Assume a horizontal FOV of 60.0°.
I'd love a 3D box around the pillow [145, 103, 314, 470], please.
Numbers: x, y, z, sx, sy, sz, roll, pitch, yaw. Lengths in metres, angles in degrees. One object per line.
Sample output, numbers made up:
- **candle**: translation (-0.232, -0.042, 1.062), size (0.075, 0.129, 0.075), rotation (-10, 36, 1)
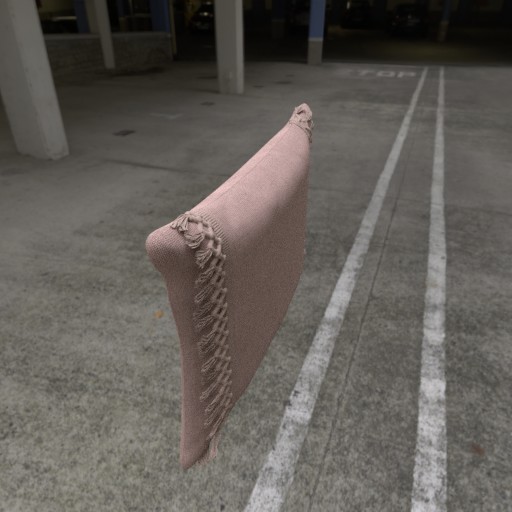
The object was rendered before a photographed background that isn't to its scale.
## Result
- **pillow**: translation (0.000, 0.000, 0.598), size (0.084, 0.305, 0.466), rotation (11, 34, 17)
